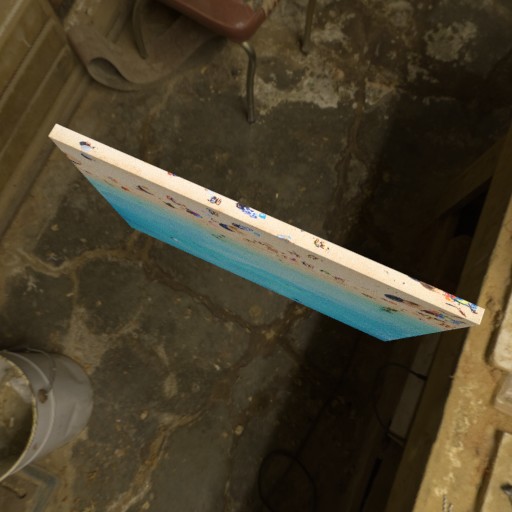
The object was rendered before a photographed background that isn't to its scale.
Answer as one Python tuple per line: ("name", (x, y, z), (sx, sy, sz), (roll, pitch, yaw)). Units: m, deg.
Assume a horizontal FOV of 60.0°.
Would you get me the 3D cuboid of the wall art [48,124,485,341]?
("wall art", (0.000, 0.000, 1.439), (1.136, 0.769, 0.040), (24, 78, 6))
